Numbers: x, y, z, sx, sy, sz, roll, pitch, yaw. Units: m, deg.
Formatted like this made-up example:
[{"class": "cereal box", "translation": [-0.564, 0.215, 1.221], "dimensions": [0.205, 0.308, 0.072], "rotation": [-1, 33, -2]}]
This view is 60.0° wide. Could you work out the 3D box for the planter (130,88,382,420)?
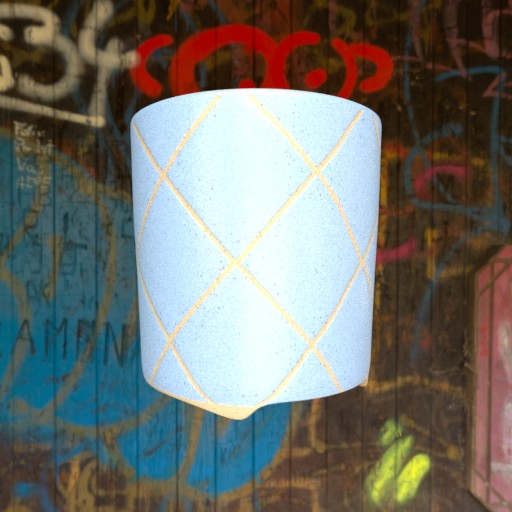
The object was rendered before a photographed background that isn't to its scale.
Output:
[{"class": "planter", "translation": [0.000, 0.000, 0.419], "dimensions": [0.227, 0.235, 0.227], "rotation": [0, 1, 0]}]
